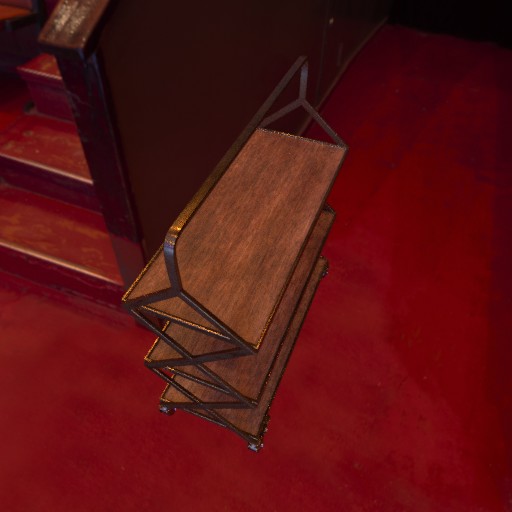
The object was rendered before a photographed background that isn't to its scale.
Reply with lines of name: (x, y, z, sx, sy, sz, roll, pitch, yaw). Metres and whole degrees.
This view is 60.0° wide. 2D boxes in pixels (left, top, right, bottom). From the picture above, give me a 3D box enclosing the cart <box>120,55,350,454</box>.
cart: (0.000, 0.000, 1.177, 0.313, 0.805, 0.723, 17, 51, 14)
